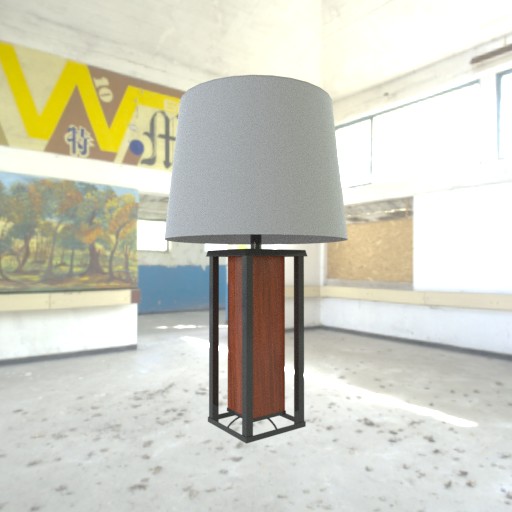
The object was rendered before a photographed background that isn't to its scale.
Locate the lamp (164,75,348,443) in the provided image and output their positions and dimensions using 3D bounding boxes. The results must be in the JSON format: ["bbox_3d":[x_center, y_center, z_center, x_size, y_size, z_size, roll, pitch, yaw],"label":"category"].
[{"bbox_3d":[0.000,0.000,0.785,0.320,0.591,0.320,0,-1,0],"label":"lamp"}]
